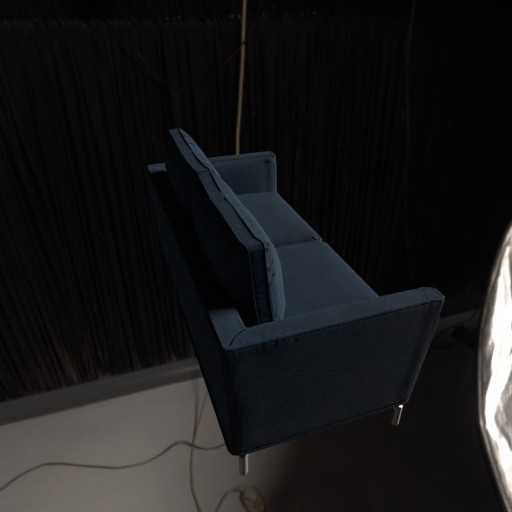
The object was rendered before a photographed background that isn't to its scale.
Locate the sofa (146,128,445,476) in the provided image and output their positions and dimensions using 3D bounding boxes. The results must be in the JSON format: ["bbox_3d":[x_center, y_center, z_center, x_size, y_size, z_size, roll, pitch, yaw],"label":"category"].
[{"bbox_3d":[0.000,0.000,2.318,0.853,1.002,1.770,-10,33,-17],"label":"sofa"}]
